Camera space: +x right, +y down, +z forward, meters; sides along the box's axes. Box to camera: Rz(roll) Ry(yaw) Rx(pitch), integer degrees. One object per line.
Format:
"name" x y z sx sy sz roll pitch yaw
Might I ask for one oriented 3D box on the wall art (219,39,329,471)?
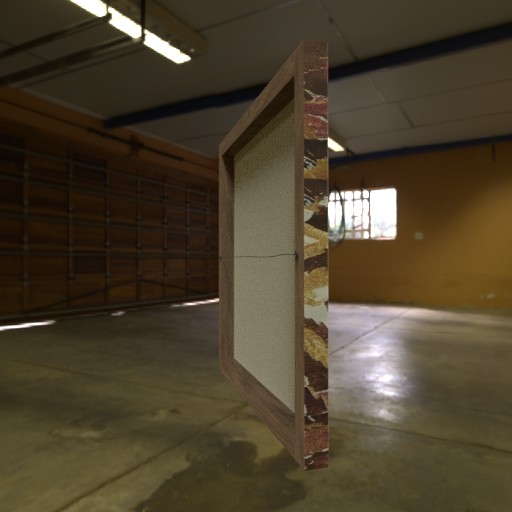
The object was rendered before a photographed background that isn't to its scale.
"wall art" 0.000 0.000 0.926 0.041 0.613 0.609 0 -1 -16
